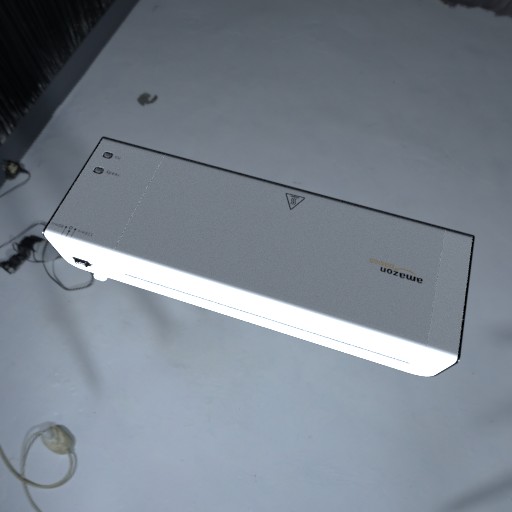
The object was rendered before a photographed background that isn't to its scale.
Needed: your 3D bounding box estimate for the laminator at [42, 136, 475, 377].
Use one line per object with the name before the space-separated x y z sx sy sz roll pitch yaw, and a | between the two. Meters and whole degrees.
laminator | 0.000 0.000 0.390 0.340 0.062 0.123 16 64 8
